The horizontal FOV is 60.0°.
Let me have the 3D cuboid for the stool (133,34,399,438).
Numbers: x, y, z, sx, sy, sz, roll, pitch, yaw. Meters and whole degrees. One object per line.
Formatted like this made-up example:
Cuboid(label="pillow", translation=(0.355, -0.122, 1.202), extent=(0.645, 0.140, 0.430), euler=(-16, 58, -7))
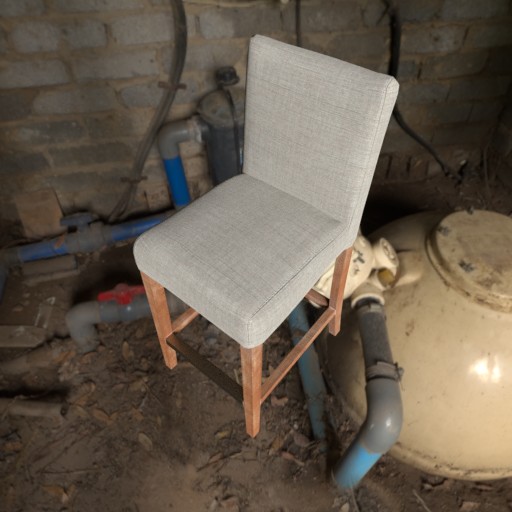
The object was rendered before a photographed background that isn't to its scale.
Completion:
Cuboid(label="stool", translation=(0.000, 0.000, 1.333), extent=(0.454, 1.039, 0.567), euler=(31, 54, 26))
